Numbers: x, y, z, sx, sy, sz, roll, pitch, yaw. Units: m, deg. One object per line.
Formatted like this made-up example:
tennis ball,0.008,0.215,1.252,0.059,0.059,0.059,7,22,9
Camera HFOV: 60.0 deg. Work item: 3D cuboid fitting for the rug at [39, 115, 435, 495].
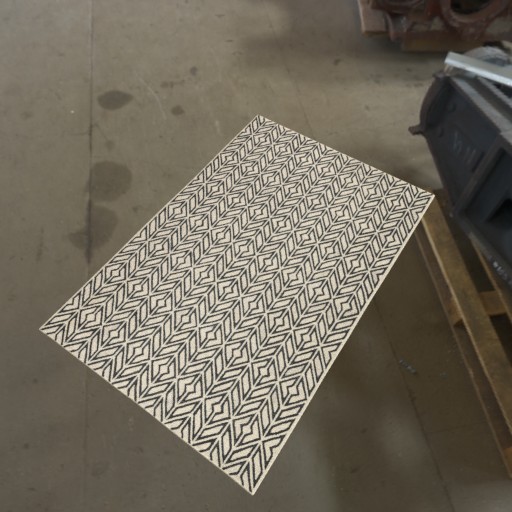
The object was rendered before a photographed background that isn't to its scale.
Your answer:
rug,0.000,0.000,2.301,1.220,0.007,1.828,30,62,18
